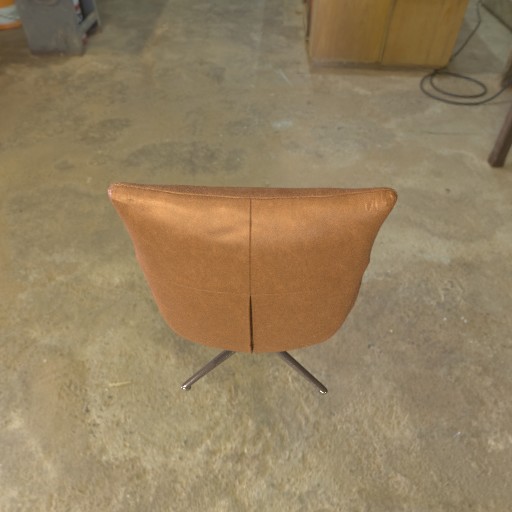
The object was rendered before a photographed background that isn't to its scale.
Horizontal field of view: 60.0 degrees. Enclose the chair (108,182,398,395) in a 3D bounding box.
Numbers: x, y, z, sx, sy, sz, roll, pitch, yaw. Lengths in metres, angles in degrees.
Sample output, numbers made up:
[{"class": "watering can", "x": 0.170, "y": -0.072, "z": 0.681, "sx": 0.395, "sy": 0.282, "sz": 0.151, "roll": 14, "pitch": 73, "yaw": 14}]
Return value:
[{"class": "chair", "x": 0.000, "y": 0.000, "z": 1.508, "sx": 0.711, "sy": 1.027, "sz": 0.794, "roll": 1, "pitch": 45, "yaw": 1}]
